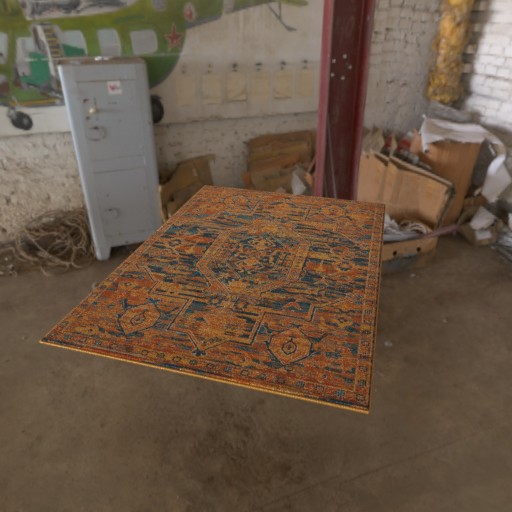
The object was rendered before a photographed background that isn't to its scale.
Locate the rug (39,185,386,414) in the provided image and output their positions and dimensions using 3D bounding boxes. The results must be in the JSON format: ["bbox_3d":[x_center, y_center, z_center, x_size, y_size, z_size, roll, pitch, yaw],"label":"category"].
[{"bbox_3d":[0.000,0.000,2.900,1.588,0.024,2.204,8,31,14],"label":"rug"}]
